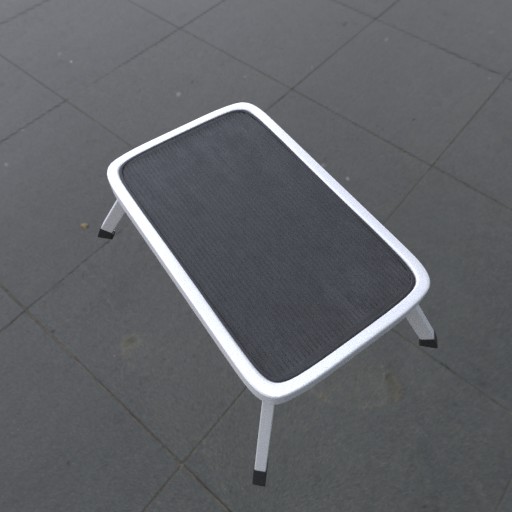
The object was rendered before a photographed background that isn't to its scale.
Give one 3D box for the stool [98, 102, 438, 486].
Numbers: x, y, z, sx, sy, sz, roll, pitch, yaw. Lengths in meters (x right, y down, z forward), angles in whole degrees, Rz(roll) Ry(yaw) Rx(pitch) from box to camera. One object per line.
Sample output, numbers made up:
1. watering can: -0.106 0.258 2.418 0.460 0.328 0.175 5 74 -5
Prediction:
1. stool: 0.000 0.000 0.605 0.320 0.170 0.460 -31 64 -17
